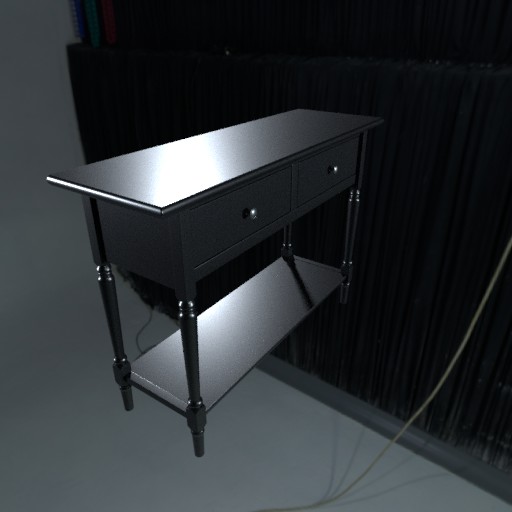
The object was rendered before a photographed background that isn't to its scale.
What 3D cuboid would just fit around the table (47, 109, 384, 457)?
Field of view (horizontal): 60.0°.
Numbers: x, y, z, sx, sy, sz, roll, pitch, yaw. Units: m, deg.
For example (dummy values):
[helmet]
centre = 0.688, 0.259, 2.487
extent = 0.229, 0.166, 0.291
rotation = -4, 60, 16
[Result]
[table]
centre = 0.000, 0.000, 1.571
extent = 0.386, 0.819, 1.191
rotation = 18, 32, 31
